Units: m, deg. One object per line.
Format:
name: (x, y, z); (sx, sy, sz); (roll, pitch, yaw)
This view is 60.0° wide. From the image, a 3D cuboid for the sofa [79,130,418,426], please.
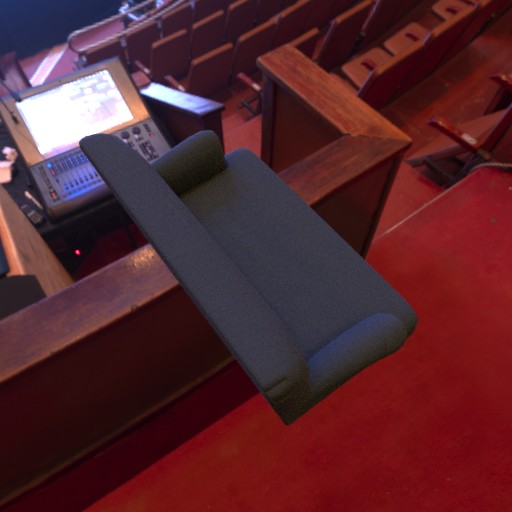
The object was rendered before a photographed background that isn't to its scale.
sofa: (0.000, 0.000, 1.847); (0.779, 0.889, 1.297); (-32, 63, -18)
